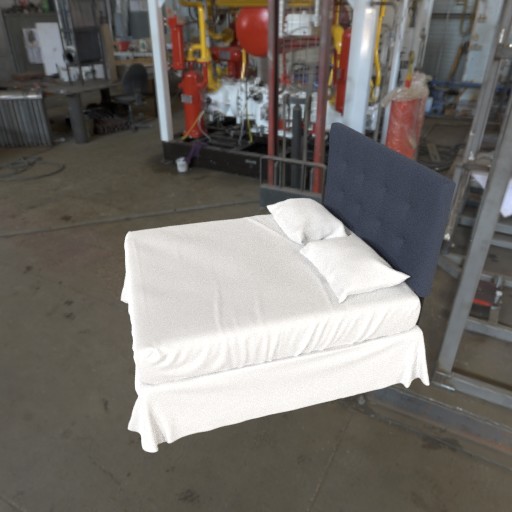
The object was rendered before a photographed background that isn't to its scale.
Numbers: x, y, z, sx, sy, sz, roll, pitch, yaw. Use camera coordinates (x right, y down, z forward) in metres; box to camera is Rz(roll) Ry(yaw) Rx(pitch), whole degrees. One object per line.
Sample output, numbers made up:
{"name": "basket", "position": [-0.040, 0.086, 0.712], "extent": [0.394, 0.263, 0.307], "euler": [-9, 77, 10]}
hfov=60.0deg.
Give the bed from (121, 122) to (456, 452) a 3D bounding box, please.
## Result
{"name": "bed", "position": [0.000, 0.000, 3.467], "extent": [2.222, 1.577, 1.936], "euler": [-8, 31, -14]}
